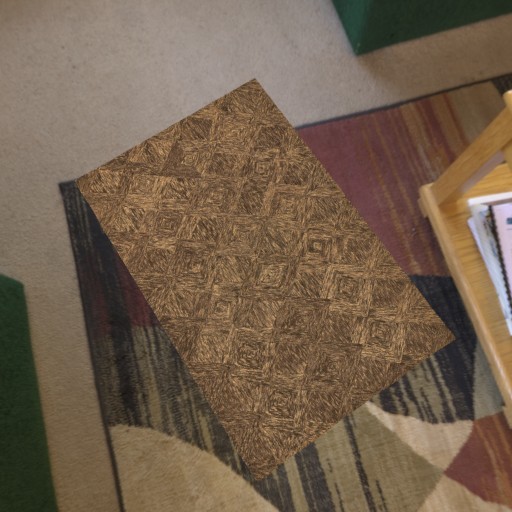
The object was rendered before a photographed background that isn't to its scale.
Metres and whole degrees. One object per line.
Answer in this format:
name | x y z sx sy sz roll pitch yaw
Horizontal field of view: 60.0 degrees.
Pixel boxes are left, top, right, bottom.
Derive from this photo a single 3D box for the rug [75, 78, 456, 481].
rug | 0.000 0.000 2.311 1.189 0.011 1.808 -33 77 -8
